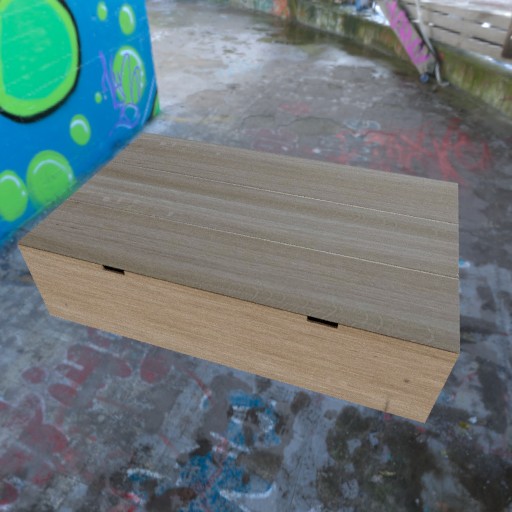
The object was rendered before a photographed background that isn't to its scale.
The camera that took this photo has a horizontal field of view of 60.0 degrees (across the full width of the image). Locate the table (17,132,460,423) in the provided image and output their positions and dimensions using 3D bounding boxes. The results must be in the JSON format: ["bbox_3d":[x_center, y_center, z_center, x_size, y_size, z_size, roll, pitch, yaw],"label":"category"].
[{"bbox_3d":[0.000,0.000,1.398,1.110,0.353,0.678,13,43,14],"label":"table"}]
